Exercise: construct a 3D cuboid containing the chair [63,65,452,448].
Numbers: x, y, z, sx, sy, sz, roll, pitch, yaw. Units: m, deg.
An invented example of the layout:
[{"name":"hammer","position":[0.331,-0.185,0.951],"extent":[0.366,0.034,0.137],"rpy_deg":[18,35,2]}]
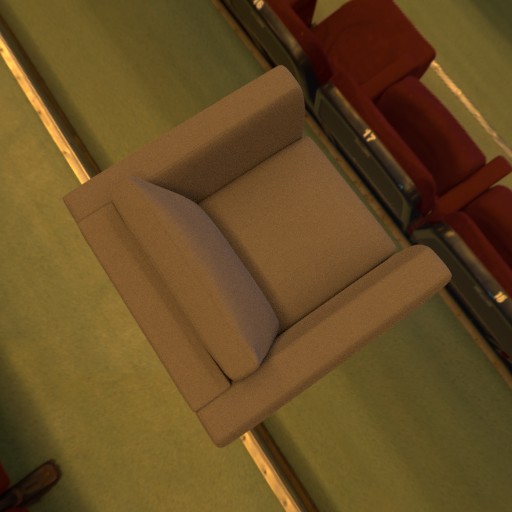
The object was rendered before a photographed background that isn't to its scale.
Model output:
[{"name":"chair","position":[0.000,0.000,1.704],"extent":[0.930,0.860,1.000],"rpy_deg":[-34,79,-8]}]
